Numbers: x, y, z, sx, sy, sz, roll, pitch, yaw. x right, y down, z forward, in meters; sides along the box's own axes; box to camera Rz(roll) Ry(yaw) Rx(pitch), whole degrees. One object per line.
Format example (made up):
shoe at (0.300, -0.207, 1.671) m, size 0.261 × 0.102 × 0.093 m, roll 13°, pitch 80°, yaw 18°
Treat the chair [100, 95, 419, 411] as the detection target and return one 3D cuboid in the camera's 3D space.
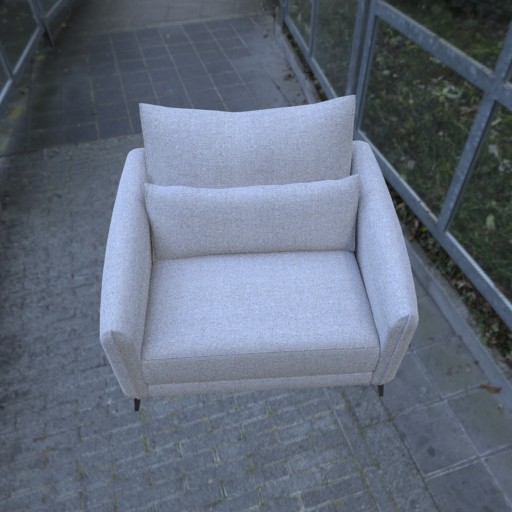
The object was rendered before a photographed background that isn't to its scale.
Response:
chair at (0.000, 0.000, 1.613) m, size 1.029 × 0.856 × 0.801 m, roll -3°, pitch 46°, yaw -3°
